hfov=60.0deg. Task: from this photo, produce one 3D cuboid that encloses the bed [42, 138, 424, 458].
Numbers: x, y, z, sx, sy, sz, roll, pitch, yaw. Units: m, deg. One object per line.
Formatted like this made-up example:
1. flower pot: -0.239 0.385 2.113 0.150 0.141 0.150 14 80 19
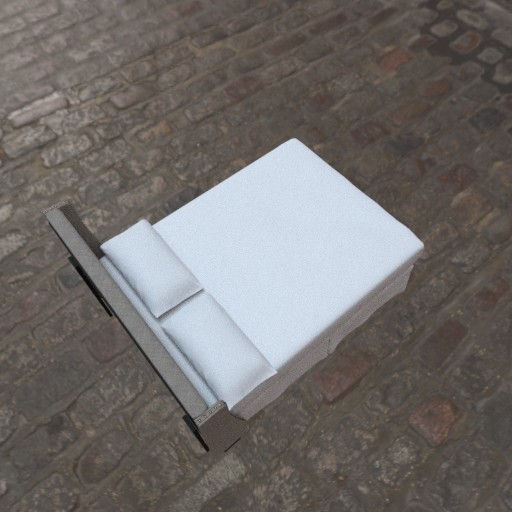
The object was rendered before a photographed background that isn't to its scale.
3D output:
1. bed: 0.000 0.000 3.401 2.237 1.407 1.710 -36 66 -19
